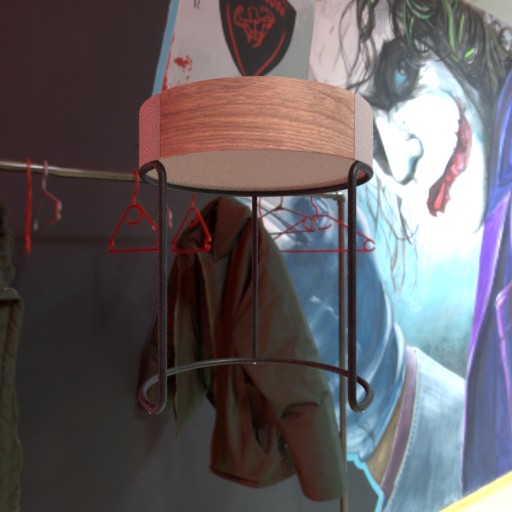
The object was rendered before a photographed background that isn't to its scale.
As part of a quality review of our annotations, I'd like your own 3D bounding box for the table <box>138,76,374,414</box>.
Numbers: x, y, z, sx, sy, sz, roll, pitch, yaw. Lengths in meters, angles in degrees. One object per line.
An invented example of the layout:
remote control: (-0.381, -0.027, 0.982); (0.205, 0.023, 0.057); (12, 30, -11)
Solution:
table: (0.000, 0.000, 0.878); (0.450, 0.530, 0.450); (0, 0, 0)
